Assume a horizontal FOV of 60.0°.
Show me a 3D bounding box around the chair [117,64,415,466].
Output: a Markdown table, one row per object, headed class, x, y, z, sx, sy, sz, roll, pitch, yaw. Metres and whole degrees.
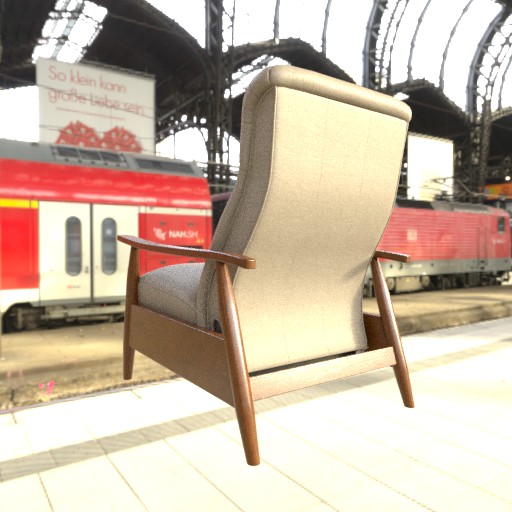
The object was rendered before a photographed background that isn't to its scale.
| class | x | y | z | sx | sy | sz | roll | pitch | yaw |
| --- | --- | --- | --- | --- | --- | --- | --- | --- | --- |
| chair | 0.000 | 0.000 | 1.756 | 0.762 | 1.082 | 1.032 | -1 | 2 | -37 |
